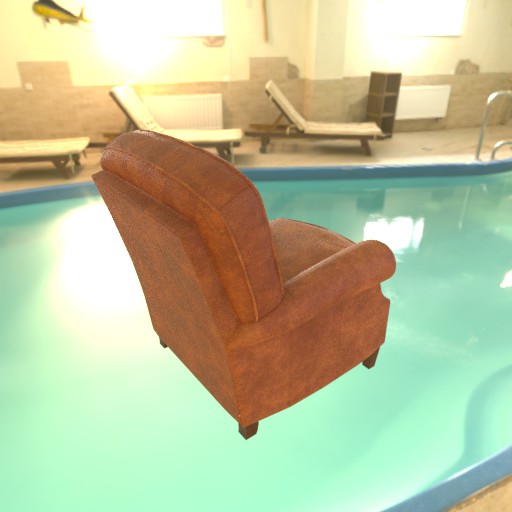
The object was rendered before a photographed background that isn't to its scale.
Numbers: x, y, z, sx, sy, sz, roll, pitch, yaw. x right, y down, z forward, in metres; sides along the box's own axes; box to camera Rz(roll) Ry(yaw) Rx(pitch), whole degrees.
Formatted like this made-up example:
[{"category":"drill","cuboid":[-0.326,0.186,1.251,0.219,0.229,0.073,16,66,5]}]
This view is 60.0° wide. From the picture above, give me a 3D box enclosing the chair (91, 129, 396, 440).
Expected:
[{"category":"chair","cuboid":[0.000,0.000,1.776,0.986,1.018,0.936,-19,32,-32]}]
